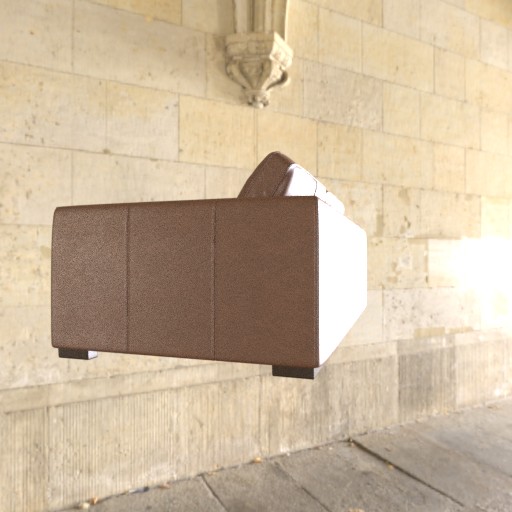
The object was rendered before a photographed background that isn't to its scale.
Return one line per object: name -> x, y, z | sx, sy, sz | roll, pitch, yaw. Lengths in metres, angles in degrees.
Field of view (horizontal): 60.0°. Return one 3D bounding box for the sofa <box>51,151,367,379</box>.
sofa -> 0.000, 0.000, 2.436 | 1.070, 0.800, 1.920 | 0, 0, 18
